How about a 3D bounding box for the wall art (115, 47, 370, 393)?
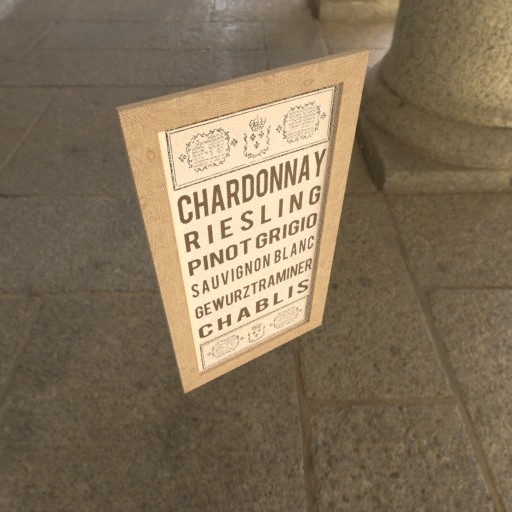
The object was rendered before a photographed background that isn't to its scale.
[{"bbox_3d":[0.000,0.000,0.834,0.381,0.683,0.013,-22,49,-21],"label":"wall art"}]
